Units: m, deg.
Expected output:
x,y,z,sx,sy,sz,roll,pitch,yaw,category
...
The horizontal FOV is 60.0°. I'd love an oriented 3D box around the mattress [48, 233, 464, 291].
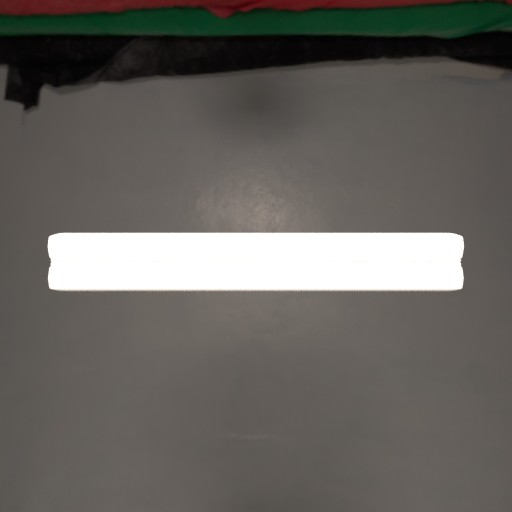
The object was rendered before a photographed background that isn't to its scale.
x,y,z,sx,sy,sz,roll,pitch,yaw,category
0.000,0.000,2.434,1.400,0.200,1.900,0,1,0,mattress
